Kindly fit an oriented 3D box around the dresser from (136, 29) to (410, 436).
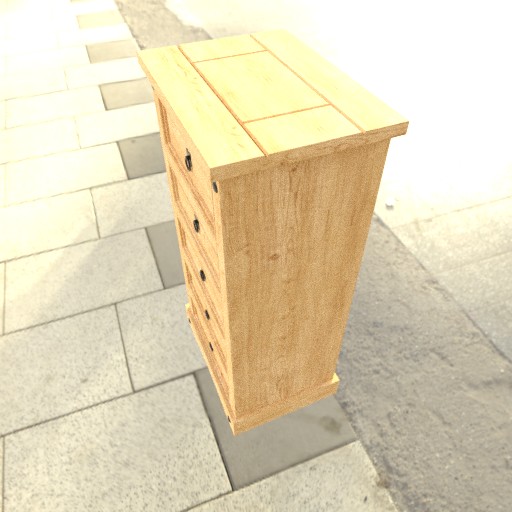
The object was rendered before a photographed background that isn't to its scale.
[{"bbox_3d":[0.000,0.000,1.303,0.390,1.041,0.531,-17,48,-16],"label":"dresser"}]
